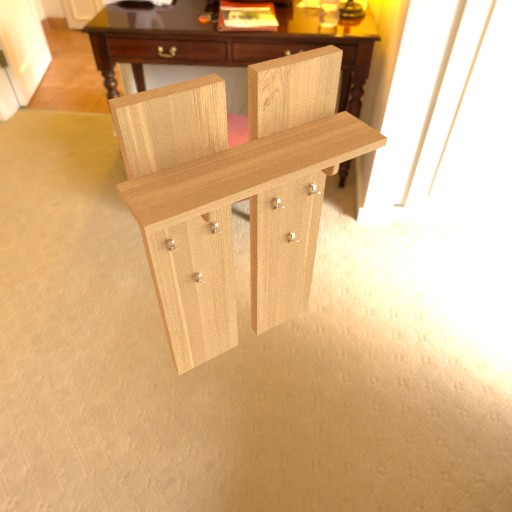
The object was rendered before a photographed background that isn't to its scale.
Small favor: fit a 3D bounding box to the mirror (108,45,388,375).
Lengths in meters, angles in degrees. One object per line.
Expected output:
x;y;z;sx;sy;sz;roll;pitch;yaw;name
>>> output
0.000;0.000;1.599;0.800;1.250;0.260;-23;50;-22;mirror
